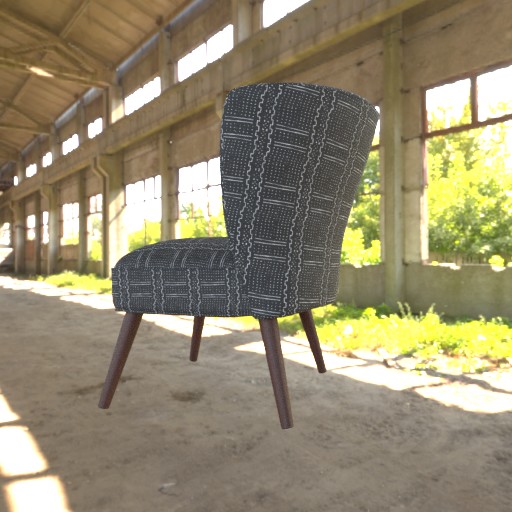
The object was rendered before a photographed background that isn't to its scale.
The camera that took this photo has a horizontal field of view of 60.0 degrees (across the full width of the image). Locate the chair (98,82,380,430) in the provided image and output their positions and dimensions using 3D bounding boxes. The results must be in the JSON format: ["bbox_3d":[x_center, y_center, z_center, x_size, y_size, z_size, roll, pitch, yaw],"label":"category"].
[{"bbox_3d":[0.000,0.000,1.412,0.758,0.866,0.710,0,0,18],"label":"chair"}]
